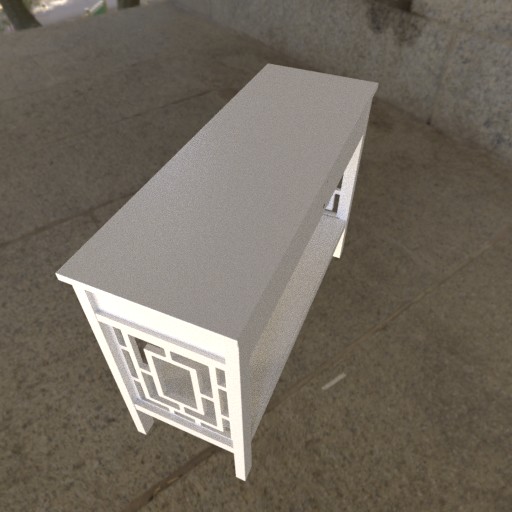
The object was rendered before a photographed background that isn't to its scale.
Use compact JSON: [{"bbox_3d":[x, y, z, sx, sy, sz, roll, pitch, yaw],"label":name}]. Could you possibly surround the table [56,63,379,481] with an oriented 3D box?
[{"bbox_3d":[0.000,0.000,1.407,0.397,0.753,1.068,17,48,16],"label":"table"}]
